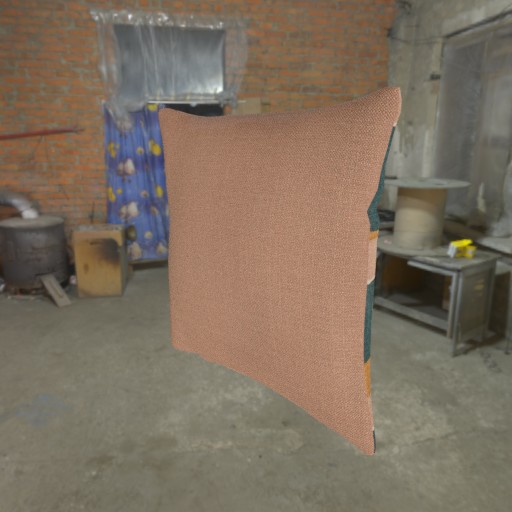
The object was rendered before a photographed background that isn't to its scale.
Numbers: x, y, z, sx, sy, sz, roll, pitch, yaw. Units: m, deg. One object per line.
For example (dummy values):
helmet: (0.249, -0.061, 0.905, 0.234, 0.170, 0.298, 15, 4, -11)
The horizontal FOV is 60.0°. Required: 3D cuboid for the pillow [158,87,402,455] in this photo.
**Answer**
pillow: (0.000, 0.000, 0.719, 0.158, 0.479, 0.478, -14, 20, -43)
